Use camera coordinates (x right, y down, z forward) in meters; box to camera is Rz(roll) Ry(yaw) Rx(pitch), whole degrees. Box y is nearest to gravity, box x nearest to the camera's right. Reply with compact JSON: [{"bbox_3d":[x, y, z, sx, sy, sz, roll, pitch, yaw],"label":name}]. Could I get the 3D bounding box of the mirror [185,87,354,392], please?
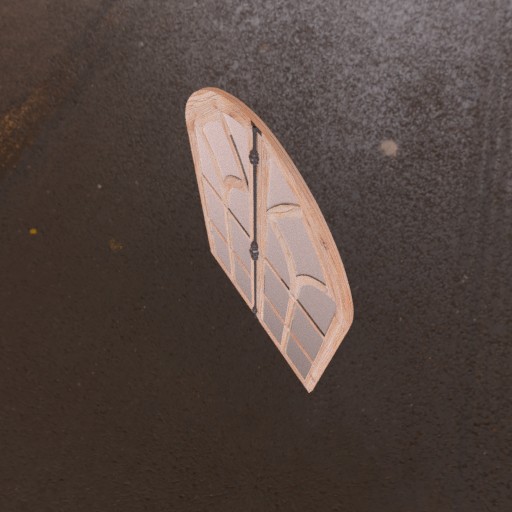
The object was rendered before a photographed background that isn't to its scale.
[{"bbox_3d":[0.000,0.000,1.121,0.032,0.915,0.609,-30,67,-15],"label":"mirror"}]
